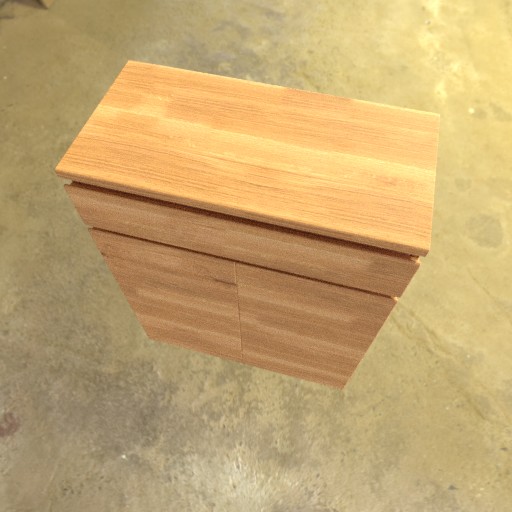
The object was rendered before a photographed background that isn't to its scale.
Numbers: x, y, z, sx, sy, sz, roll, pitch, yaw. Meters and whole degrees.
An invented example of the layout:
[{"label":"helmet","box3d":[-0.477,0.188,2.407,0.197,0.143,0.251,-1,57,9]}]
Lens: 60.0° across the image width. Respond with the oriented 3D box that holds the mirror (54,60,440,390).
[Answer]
[{"label":"mirror","box3d":[0.000,0.000,1.432,0.800,1.000,0.400,13,59,8]}]
